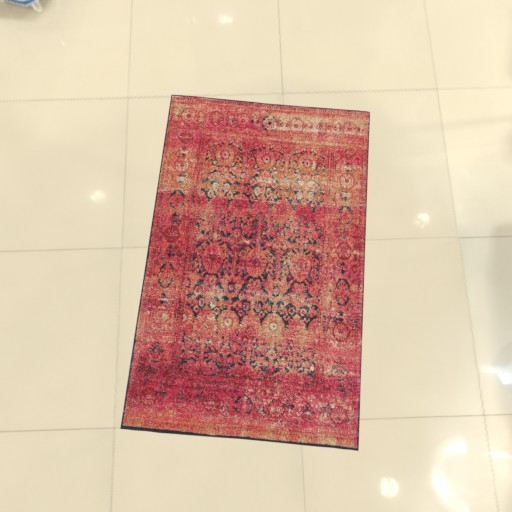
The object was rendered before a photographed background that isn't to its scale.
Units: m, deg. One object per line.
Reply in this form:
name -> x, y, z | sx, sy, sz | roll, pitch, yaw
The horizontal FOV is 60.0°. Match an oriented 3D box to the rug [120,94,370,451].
rug -> 0.000, 0.000, 3.132 | 1.539, 0.018, 2.449 | 5, 76, 1
